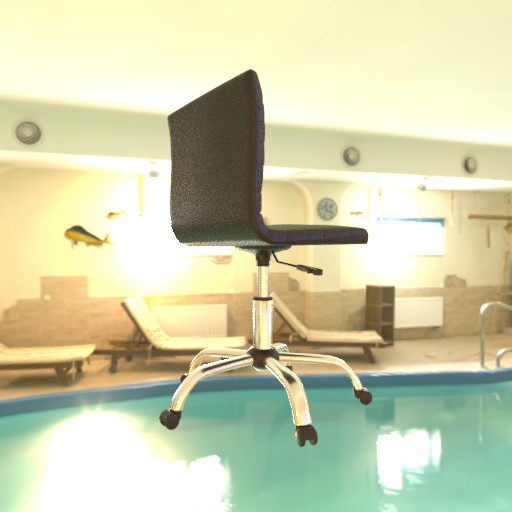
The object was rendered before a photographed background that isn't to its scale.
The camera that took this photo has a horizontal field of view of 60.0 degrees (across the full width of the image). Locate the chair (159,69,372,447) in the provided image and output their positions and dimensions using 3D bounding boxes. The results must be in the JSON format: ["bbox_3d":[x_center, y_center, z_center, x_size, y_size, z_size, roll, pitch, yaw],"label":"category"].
[{"bbox_3d":[0.000,0.000,1.155,0.530,0.780,0.556,0,1,-37],"label":"chair"}]
